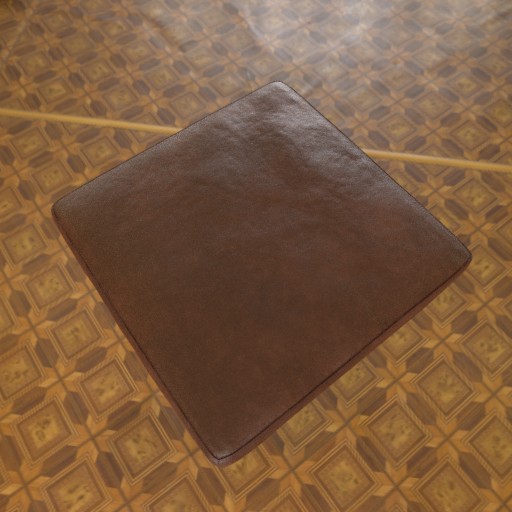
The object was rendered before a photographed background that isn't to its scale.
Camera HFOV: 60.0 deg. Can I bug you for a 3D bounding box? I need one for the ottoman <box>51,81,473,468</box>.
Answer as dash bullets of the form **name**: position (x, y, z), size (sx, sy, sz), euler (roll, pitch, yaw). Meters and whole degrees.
- **ottoman**: position (0.000, 0.000, 1.304), size (0.844, 0.415, 0.836), euler (-34, 68, -16)
